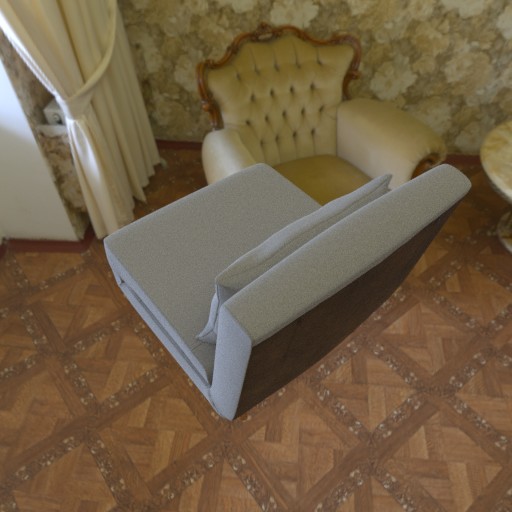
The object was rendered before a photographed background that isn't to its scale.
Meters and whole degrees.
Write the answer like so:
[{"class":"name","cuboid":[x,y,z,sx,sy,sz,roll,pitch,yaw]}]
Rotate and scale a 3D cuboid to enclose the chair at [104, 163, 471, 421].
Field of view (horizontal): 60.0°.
[{"class":"chair","cuboid":[0.000,0.000,1.504,0.770,0.808,0.902,-31,54,-26]}]
